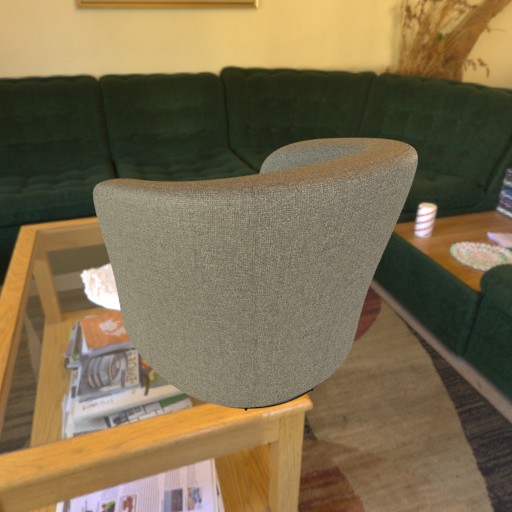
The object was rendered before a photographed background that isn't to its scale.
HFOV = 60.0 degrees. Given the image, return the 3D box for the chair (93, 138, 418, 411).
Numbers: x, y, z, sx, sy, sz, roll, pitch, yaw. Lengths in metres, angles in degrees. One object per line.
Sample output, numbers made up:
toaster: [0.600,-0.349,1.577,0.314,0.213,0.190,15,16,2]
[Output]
chair: [0.000,0.000,1.374,0.791,0.771,0.815,-19,34,-31]
